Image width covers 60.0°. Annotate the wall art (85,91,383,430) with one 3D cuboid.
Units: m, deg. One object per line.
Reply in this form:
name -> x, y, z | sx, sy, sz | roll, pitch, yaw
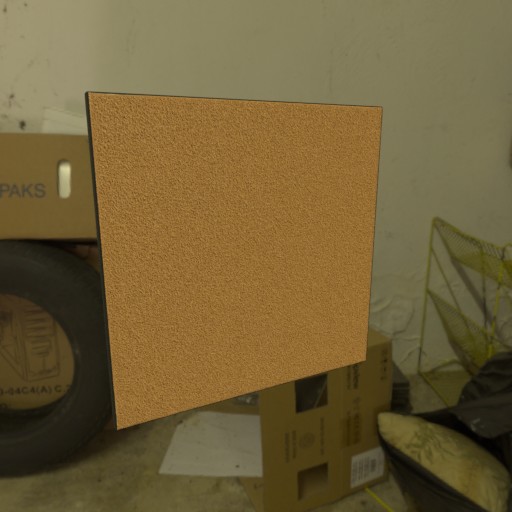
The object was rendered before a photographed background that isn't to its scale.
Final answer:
wall art -> 0.000, 0.000, 0.682 | 0.456, 0.453, 0.022 | -7, 16, -27
